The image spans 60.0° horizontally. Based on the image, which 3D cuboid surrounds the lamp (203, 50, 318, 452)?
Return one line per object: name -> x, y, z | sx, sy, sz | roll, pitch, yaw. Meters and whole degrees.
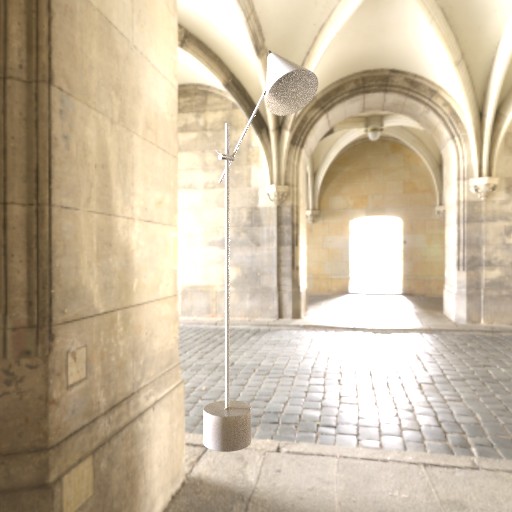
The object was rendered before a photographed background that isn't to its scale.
lamp -> 0.000, 0.000, 1.590 | 0.223, 1.430, 0.508 | 0, 0, -36
